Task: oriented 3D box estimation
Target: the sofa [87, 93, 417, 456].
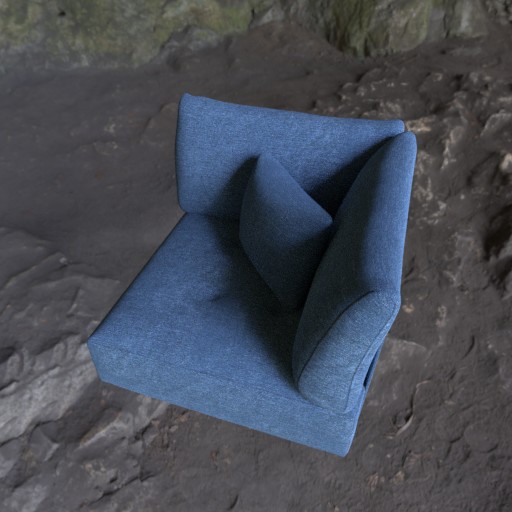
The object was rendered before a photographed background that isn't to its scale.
[{"bbox_3d":[0.000,0.000,1.703,1.000,0.820,1.000,12,42,14],"label":"sofa"}]
